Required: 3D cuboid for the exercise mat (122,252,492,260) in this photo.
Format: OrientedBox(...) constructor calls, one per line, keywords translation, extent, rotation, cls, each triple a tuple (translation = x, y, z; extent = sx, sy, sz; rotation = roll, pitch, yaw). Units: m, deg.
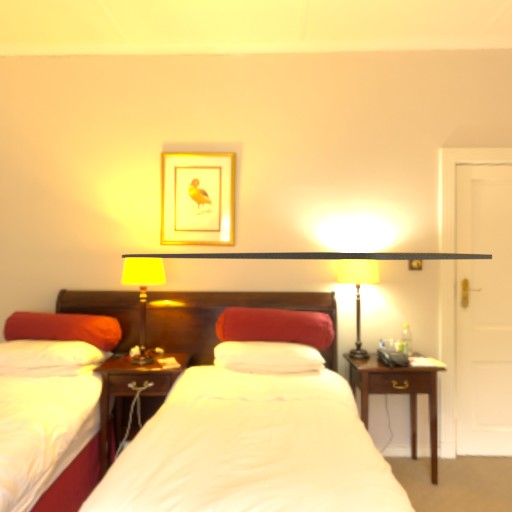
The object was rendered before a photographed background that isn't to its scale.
OrientedBox(translation=(0.000, 0.000, 2.021), extent=(0.616, 0.021, 1.869), rotation=(0, 0, -36), cls="exercise mat")
